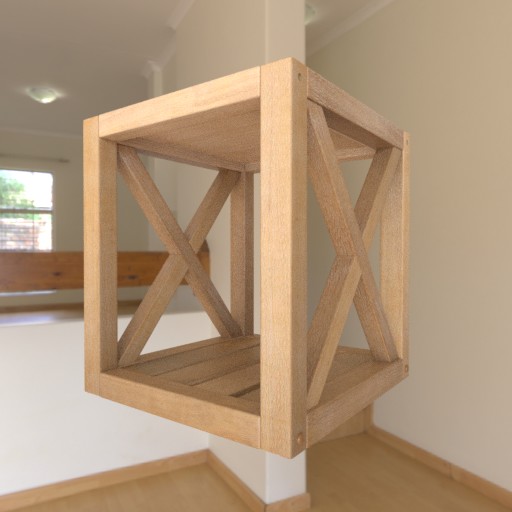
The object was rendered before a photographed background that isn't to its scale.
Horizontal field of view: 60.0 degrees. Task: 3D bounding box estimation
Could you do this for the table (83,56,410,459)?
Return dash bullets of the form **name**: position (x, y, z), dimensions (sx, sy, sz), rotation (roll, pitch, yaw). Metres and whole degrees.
- **table**: position (0.000, 0.000, 1.051), dimensions (0.558, 0.610, 0.559), rotation (1, 1, 37)
